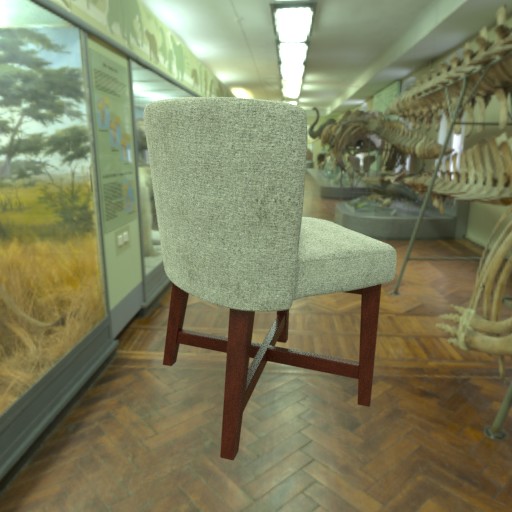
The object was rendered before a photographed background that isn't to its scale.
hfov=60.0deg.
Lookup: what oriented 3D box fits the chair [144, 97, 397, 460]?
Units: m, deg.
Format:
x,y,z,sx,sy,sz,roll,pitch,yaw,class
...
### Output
x,y,z,sx,sy,sz,roll,pitch,yaw,class
0.000,0.000,1.279,0.575,0.827,0.728,-7,15,-26,chair
